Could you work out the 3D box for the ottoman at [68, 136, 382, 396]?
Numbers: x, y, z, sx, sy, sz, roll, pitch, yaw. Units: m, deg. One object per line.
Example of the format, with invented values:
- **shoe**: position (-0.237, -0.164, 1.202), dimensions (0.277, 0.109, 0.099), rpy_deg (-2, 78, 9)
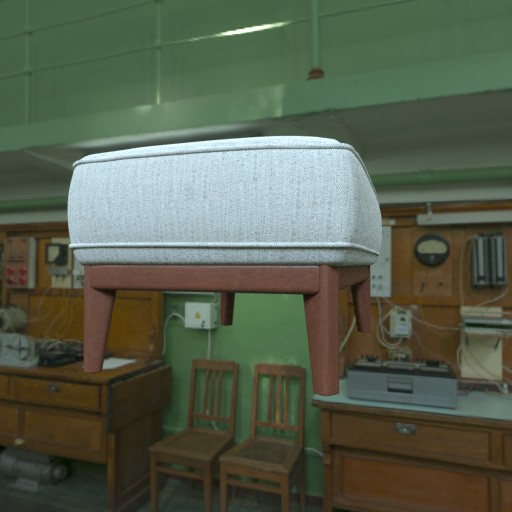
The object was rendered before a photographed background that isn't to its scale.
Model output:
- **ottoman**: position (0.000, 0.000, 1.142), dimensions (0.594, 0.465, 0.794), rpy_deg (0, -1, 19)
